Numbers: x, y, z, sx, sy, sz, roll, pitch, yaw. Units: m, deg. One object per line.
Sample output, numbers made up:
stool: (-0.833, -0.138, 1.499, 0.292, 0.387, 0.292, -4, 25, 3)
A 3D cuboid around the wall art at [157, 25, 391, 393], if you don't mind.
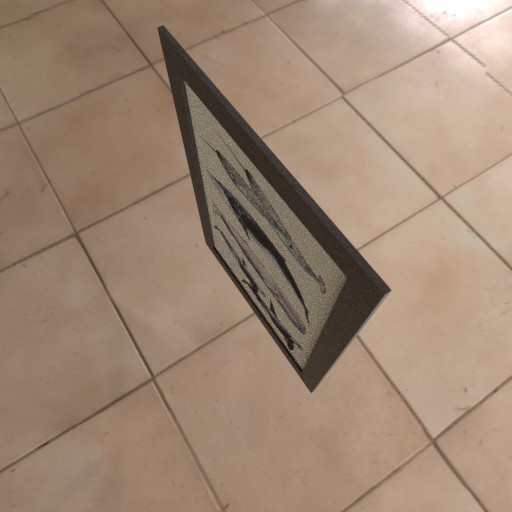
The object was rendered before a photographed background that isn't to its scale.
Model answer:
wall art: (0.000, 0.000, 1.408, 0.016, 1.116, 0.810, -31, 68, -14)
